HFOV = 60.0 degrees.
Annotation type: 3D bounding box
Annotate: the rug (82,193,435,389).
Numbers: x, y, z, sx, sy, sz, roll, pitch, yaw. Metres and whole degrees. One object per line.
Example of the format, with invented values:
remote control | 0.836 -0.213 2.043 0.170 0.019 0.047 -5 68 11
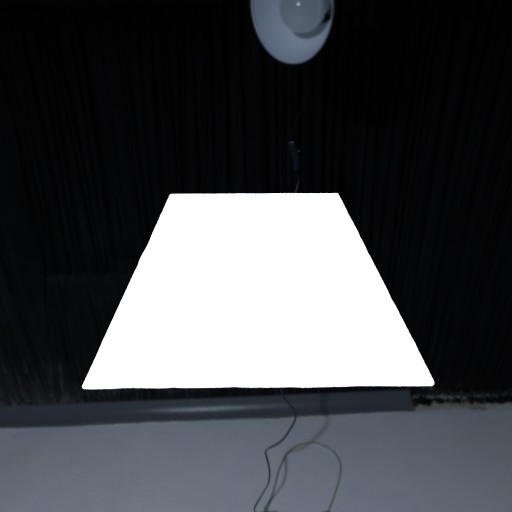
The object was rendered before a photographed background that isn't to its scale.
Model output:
rug | 0.000 0.000 2.999 1.546 0.010 2.442 0 28 -1
